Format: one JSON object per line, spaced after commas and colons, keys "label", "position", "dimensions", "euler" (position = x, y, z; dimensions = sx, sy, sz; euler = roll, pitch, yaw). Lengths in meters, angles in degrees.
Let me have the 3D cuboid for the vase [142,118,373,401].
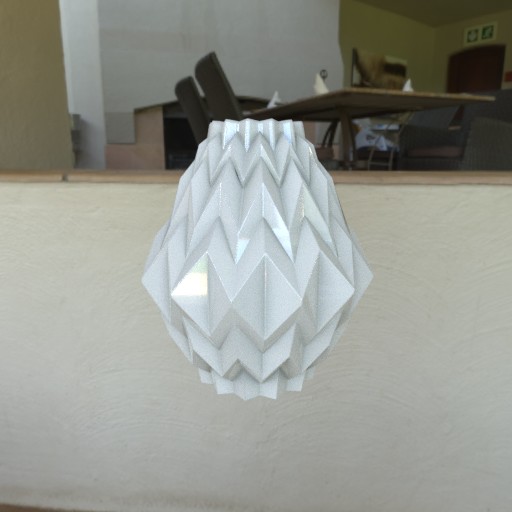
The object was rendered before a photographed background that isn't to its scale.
{"label": "vase", "position": [0.000, 0.000, 0.319], "dimensions": [0.164, 0.185, 0.164], "euler": [0, 12, 0]}
